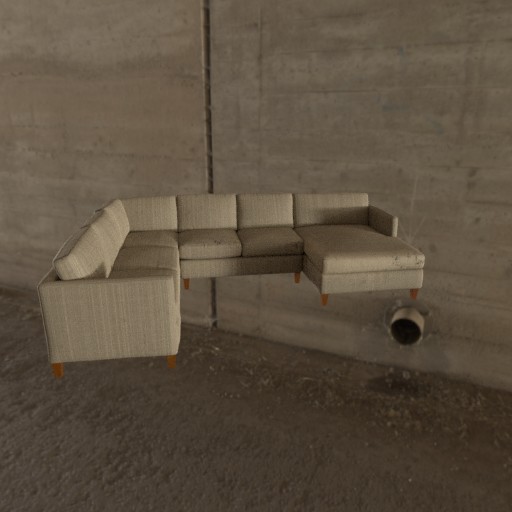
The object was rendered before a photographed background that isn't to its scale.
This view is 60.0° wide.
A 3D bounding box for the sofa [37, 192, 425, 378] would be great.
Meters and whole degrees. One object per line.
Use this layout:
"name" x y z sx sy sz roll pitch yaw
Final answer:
"sofa" 0.000 0.000 4.540 3.460 0.961 2.594 -3 18 -9
